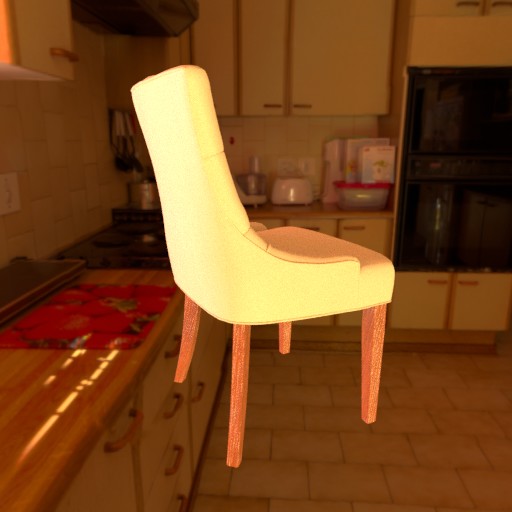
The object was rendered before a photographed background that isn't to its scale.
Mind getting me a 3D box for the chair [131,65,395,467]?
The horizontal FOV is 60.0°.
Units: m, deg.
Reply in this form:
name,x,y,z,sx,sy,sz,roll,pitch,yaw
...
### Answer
name,x,y,z,sx,sy,sz,roll,pitch,yaw
chair,0.000,0.000,1.186,0.565,0.874,0.509,-7,16,-26
